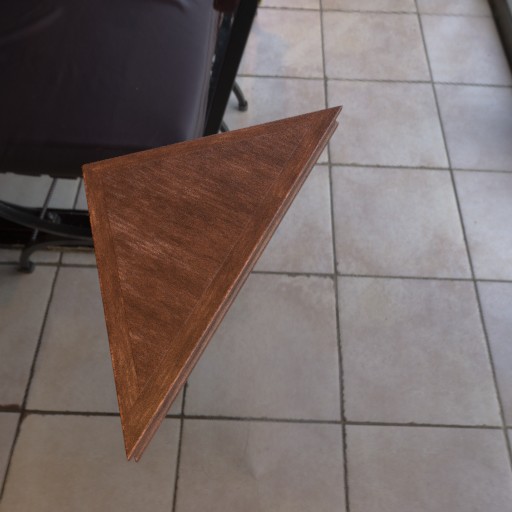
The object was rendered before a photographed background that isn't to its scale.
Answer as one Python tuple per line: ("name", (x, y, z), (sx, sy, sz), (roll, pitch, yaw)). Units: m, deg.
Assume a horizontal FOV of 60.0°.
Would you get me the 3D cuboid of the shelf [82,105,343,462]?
("shelf", (0.000, 0.000, 0.438), (0.296, 0.035, 0.296), (-15, 64, -7))
